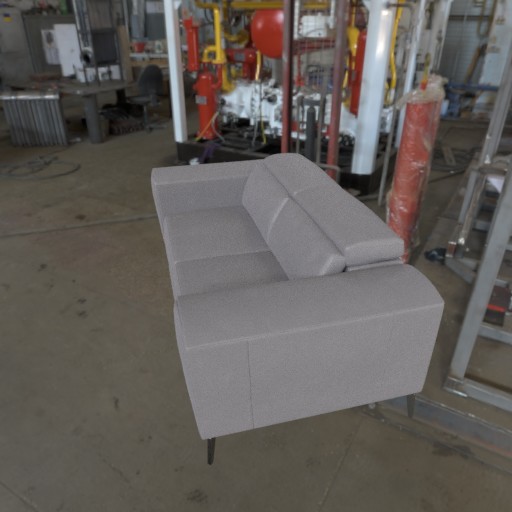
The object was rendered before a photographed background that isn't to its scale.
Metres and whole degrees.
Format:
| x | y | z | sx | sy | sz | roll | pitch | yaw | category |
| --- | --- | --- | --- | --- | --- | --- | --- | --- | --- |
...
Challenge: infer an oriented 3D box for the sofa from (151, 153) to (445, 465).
| x | y | z | sx | sy | sz | roll | pitch | yaw | category |
| --- | --- | --- | --- | --- | --- | --- | --- | --- | --- |
| 0.000 | 0.000 | 2.446 | 1.003 | 0.779 | 1.895 | -7 | 30 | -13 | sofa |
